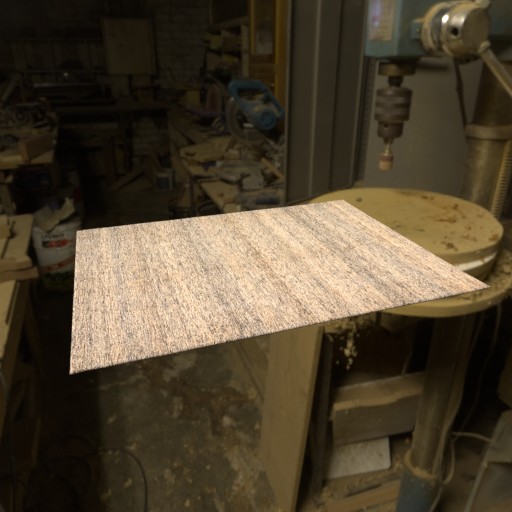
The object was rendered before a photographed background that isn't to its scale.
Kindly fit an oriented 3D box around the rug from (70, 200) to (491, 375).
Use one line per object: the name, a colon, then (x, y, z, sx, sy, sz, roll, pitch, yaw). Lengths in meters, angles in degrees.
rug: (0.000, 0.000, 4.161, 3.199, 0.036, 2.414, -8, 27, -17)
